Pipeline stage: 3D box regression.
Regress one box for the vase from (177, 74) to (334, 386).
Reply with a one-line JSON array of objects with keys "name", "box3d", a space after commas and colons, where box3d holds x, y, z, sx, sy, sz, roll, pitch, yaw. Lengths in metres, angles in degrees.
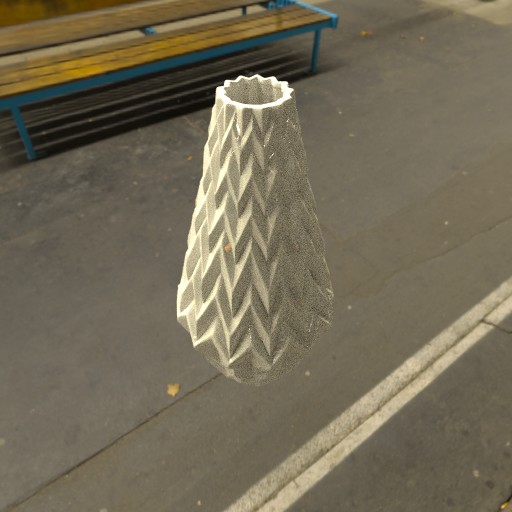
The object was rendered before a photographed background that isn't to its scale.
[{"name": "vase", "box3d": [0.000, 0.000, 0.426, 0.167, 0.328, 0.167, 0, 44, 0]}]
